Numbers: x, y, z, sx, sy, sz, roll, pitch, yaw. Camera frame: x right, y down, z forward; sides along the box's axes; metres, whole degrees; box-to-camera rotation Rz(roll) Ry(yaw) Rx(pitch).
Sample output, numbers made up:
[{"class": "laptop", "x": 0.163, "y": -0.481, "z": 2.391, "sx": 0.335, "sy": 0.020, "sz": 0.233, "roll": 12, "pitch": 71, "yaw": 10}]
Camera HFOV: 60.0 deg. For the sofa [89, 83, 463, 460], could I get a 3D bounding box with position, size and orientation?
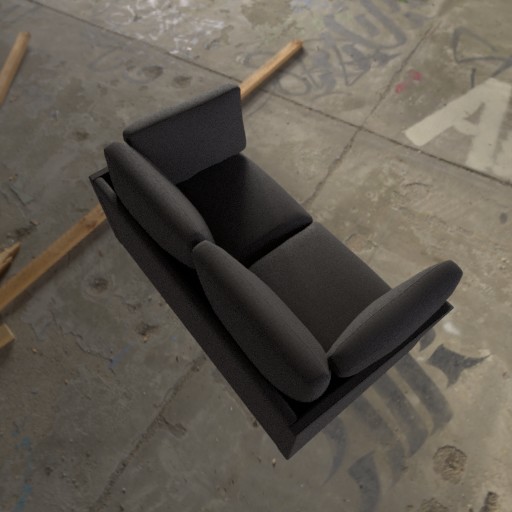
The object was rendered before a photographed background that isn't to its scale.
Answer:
[{"class": "sofa", "x": 0.000, "y": 0.000, "z": 2.385, "sx": 0.969, "sy": 0.920, "sz": 1.751, "roll": -34, "pitch": 63, "yaw": -20}]
